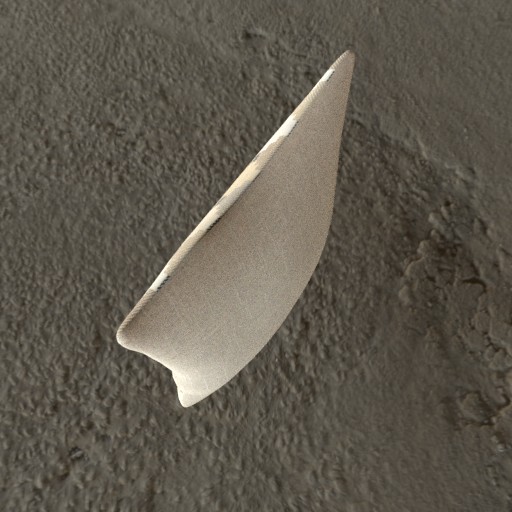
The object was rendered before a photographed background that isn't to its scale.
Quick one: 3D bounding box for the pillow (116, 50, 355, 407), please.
[{"bbox_3d":[0.000,0.000,0.849,0.192,0.558,0.578,31,68,14],"label":"pillow"}]
